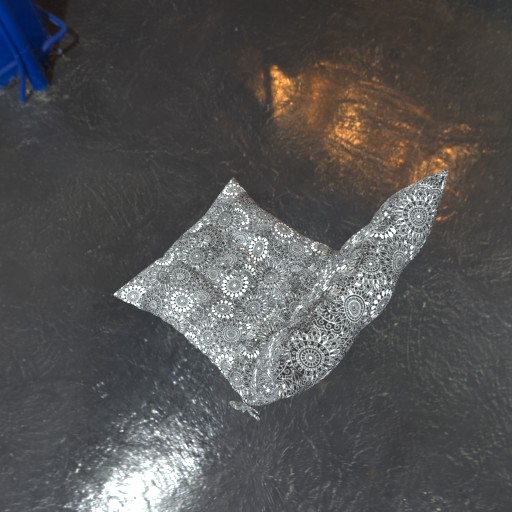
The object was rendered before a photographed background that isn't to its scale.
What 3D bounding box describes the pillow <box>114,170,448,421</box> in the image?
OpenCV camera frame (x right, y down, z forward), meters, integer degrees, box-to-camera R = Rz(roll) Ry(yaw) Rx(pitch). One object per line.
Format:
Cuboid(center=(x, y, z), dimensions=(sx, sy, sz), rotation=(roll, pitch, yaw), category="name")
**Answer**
Cuboid(center=(0.000, 0.000, 1.014), dimensions=(0.585, 0.536, 0.541), rotation=(36, 69, 16), category="pillow")
